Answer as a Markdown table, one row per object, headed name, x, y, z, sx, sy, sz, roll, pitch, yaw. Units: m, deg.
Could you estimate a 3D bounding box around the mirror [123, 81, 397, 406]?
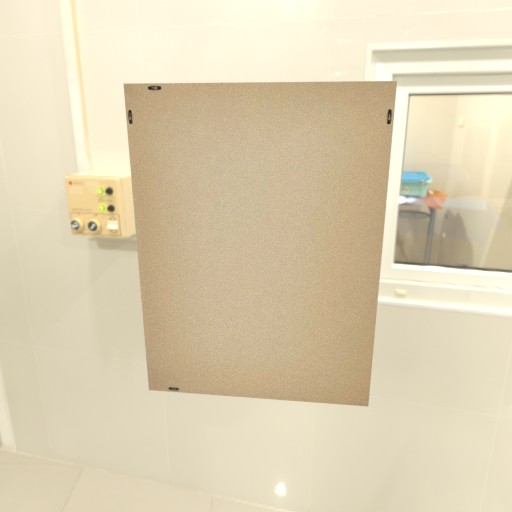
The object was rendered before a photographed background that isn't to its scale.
| name | x | y | z | sx | sy | sz | roll | pitch | yaw |
| --- | --- | --- | --- | --- | --- | --- | --- | --- | --- |
| mirror | 0.000 | 0.000 | 1.391 | 0.762 | 1.016 | 0.041 | 2 | 17 | 7 |
